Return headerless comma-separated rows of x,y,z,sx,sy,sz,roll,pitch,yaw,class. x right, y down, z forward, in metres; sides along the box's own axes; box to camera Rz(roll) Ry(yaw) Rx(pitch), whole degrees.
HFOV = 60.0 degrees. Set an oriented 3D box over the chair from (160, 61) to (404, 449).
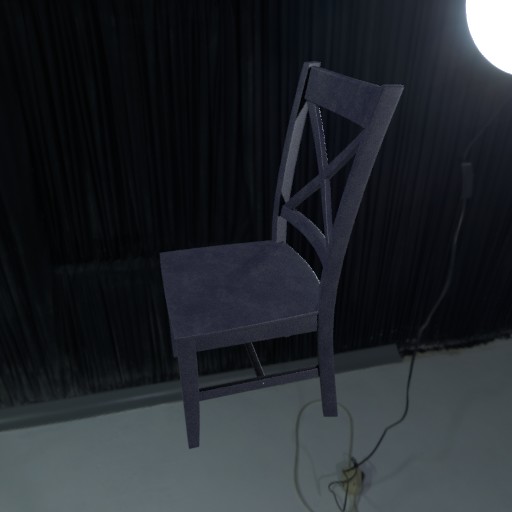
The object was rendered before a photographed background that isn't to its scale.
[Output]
0.000,0.000,1.291,0.542,0.983,0.485,-8,30,-13,chair
